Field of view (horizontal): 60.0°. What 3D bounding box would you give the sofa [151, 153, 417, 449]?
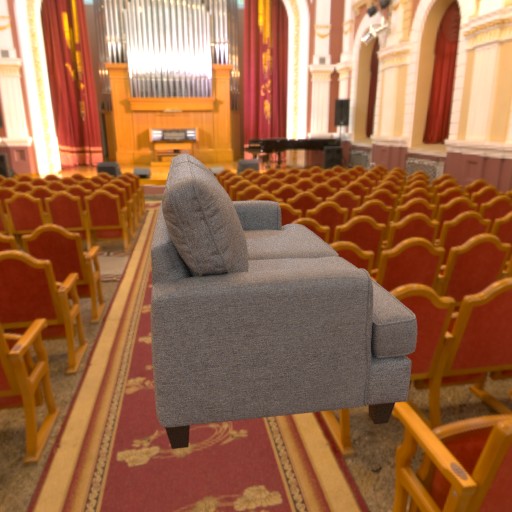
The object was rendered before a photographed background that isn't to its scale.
[{"bbox_3d":[0.000,0.000,2.258,0.965,0.965,1.651,-3,16,-9],"label":"sofa"}]
